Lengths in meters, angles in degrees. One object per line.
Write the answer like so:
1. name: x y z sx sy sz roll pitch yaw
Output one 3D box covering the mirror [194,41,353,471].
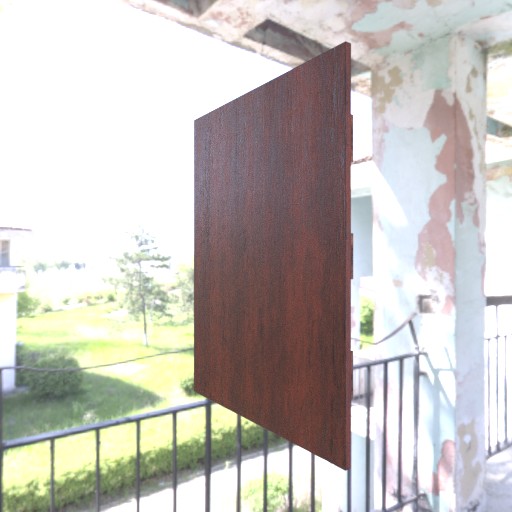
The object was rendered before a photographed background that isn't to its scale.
1. mirror: 0.000 0.000 1.079 0.021 0.805 0.600 0 0 -36
